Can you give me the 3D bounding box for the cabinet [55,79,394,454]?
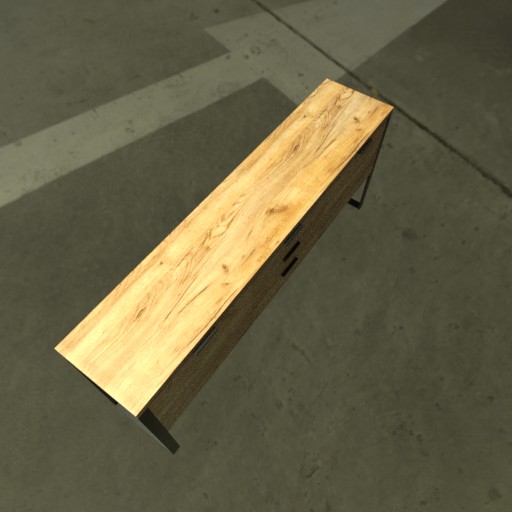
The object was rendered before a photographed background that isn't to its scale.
[{"bbox_3d":[0.000,0.000,2.160,0.395,0.762,1.800,31,63,18],"label":"cabinet"}]
